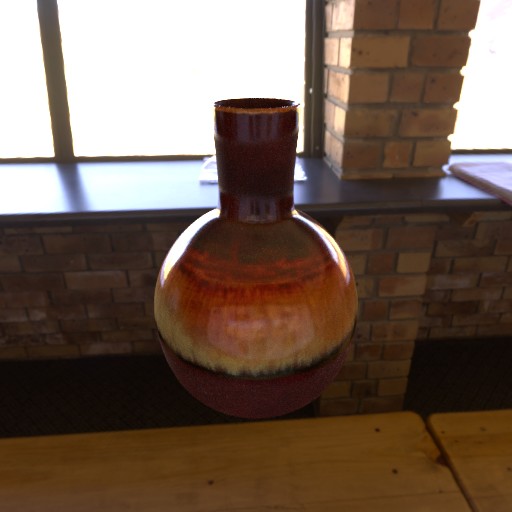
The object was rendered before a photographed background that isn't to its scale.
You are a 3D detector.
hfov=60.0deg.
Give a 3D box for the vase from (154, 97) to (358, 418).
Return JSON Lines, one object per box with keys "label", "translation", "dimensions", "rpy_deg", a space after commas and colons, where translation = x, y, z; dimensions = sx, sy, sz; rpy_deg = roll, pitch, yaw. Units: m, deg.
{"label": "vase", "translation": [0.000, 0.000, 0.234], "dimensions": [0.111, 0.154, 0.111], "rpy_deg": [0, 26, 0]}
